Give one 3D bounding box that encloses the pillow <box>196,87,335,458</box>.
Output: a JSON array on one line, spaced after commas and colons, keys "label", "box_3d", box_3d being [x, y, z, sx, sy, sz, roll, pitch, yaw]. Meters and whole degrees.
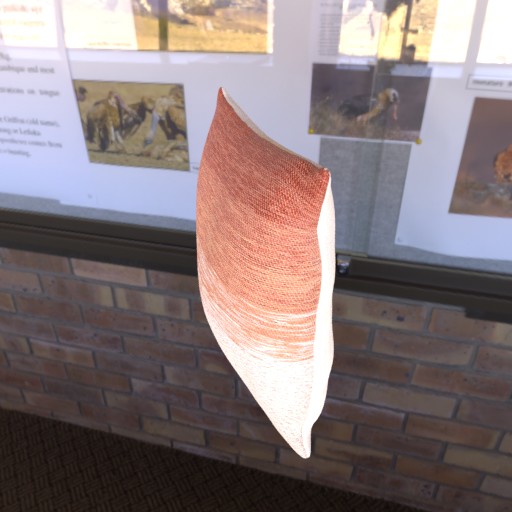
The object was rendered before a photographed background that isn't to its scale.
[{"label": "pillow", "box_3d": [0.000, 0.000, 0.698, 0.182, 0.441, 0.440, -9, 31, -15]}]
